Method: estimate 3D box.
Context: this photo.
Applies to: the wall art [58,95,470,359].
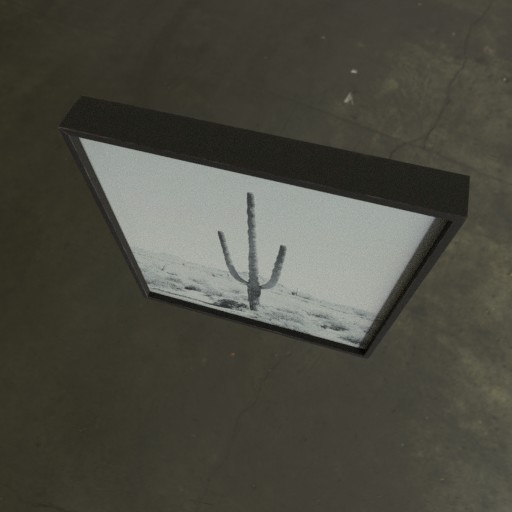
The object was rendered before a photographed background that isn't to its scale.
[{"bbox_3d":[0.000,0.000,0.457,0.305,0.305,0.038,14,60,8],"label":"wall art"}]
